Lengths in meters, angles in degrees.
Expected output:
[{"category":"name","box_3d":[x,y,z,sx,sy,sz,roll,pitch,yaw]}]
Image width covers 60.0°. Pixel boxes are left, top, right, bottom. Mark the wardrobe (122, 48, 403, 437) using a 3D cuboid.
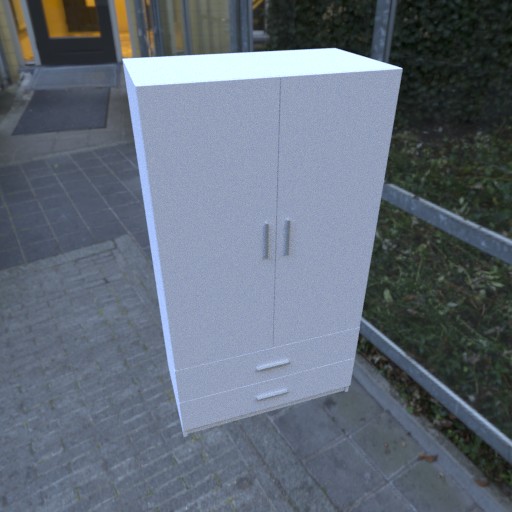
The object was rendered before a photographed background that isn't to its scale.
[{"category":"wardrobe","box_3d":[0.000,0.000,2.243,0.991,1.808,0.577,-10,34,-15]}]
